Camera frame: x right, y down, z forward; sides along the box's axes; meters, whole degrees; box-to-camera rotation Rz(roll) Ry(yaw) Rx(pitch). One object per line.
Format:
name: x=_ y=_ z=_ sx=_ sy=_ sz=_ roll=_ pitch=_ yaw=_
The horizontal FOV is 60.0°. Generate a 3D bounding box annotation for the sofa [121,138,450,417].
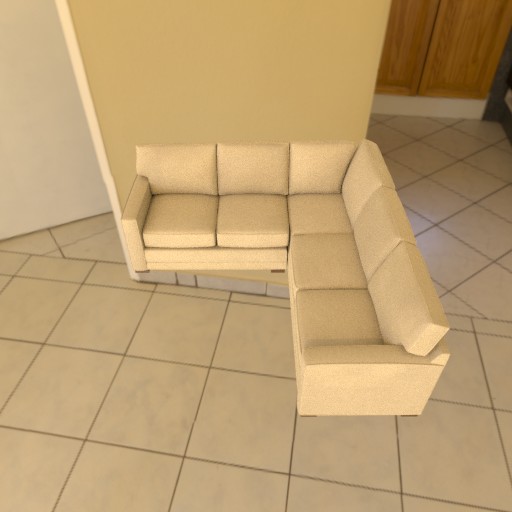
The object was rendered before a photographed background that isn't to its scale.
sofa: x=0.000 y=0.000 z=3.431 sx=2.182 sy=0.939 sz=2.189 roll=0 pitch=42 yaw=0
